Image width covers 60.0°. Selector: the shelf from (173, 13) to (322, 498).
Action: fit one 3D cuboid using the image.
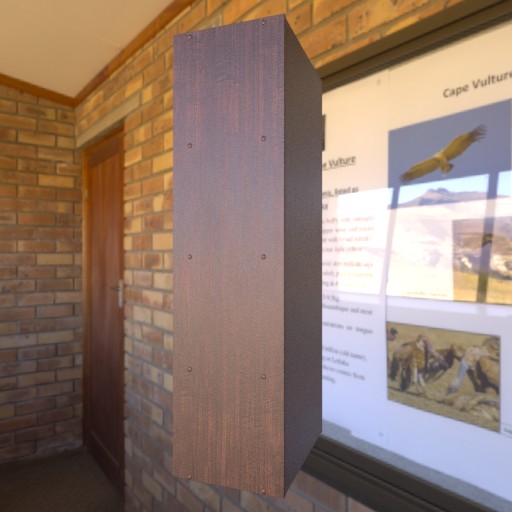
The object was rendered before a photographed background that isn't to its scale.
[{"bbox_3d":[0.000,0.000,1.246,0.290,1.099,0.415,0,0,20],"label":"shelf"}]
